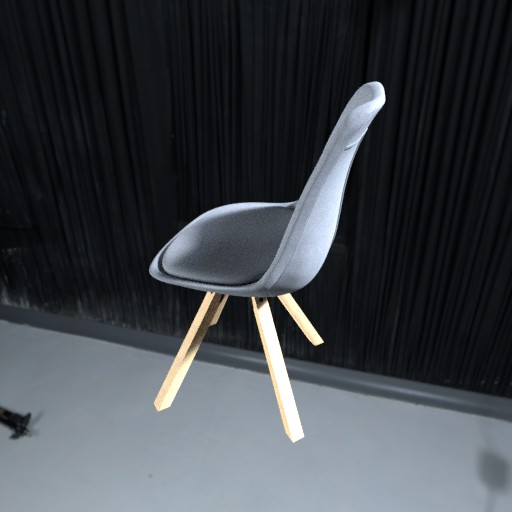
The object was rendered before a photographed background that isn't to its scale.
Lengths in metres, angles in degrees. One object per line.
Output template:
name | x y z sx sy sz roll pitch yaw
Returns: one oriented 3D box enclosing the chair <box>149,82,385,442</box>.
chair | 0.000 0.000 1.184 0.549 0.863 0.474 8 32 14
